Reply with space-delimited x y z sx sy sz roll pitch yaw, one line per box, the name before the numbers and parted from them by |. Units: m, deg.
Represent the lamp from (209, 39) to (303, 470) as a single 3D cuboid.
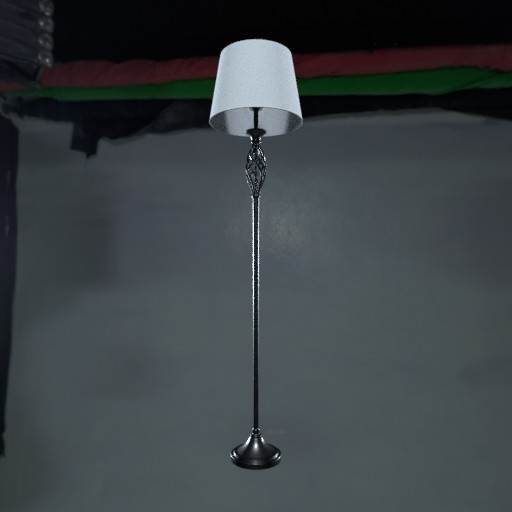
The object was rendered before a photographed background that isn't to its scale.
lamp | 0.000 0.000 1.793 0.379 1.623 0.379 0 -1 0
